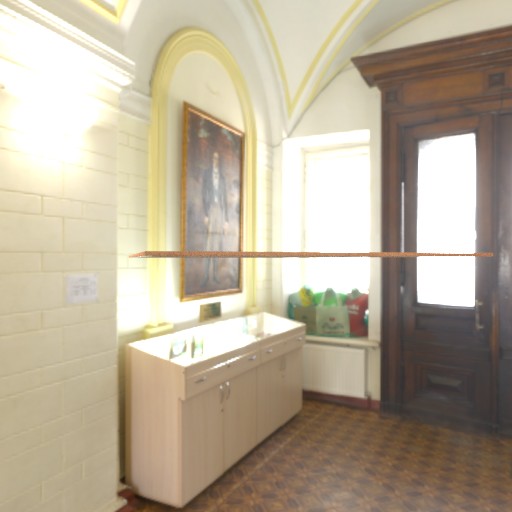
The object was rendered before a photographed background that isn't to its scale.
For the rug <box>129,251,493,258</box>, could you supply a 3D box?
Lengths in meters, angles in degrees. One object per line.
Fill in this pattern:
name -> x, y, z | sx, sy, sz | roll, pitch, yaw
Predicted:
rug -> 0.000, 0.000, 2.282 | 1.219, 0.014, 1.829 | 0, 0, -17
